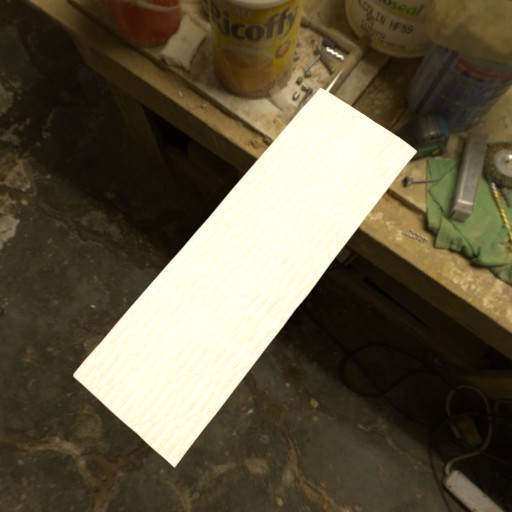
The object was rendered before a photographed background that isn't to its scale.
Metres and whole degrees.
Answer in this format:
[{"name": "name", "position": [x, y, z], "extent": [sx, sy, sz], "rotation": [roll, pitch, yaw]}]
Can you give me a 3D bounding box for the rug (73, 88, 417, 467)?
[{"name": "rug", "position": [0.000, 0.000, 2.743], "extent": [0.793, 0.014, 2.450], "rotation": [37, 78, 9]}]
